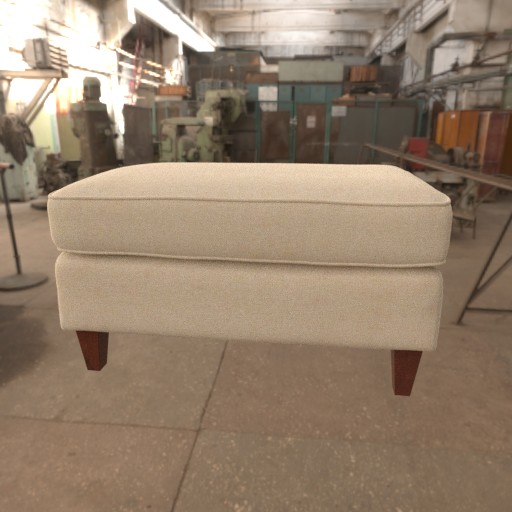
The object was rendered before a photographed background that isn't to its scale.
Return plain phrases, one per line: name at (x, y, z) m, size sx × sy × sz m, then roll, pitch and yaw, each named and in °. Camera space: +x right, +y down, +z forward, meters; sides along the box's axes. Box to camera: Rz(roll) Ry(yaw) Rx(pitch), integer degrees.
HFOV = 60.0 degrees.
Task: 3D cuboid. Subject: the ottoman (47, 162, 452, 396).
ottoman at (0.000, 0.000, 1.209) m, size 0.862 × 0.484 × 0.583 m, roll 2°, pitch 17°, yaw 8°
